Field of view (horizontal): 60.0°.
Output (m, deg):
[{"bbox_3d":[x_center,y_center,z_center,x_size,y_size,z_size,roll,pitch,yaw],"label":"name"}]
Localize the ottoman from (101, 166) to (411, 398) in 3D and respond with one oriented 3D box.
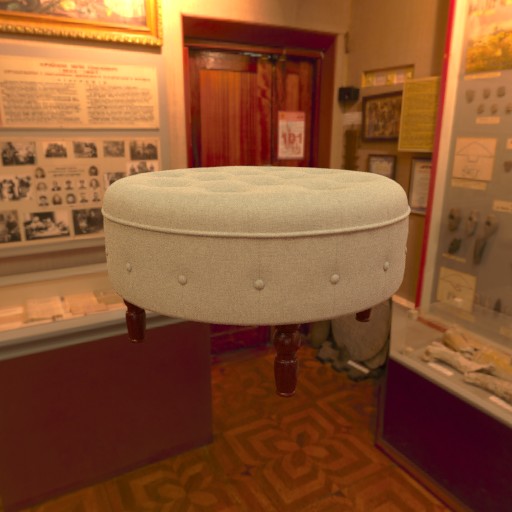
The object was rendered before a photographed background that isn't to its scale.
[{"bbox_3d":[0.000,0.000,1.328,0.849,0.478,0.849,0,16,0],"label":"ottoman"}]
